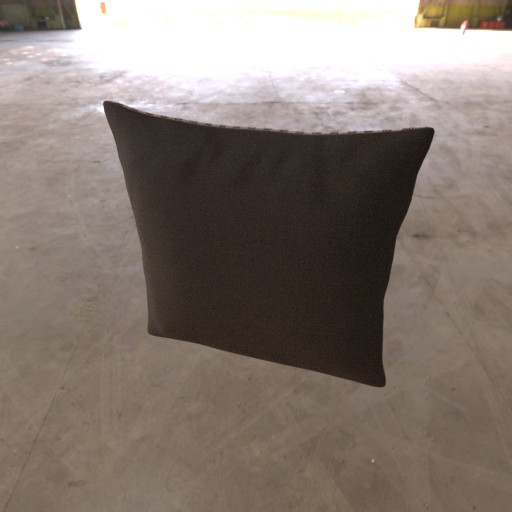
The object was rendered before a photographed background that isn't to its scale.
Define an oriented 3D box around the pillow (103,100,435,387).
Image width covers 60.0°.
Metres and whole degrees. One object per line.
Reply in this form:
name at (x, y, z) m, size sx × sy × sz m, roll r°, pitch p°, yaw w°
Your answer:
pillow at (0.000, 0.000, 0.794) m, size 0.523 × 0.506 × 0.166 m, roll 10°, pitch 33°, yaw 15°
